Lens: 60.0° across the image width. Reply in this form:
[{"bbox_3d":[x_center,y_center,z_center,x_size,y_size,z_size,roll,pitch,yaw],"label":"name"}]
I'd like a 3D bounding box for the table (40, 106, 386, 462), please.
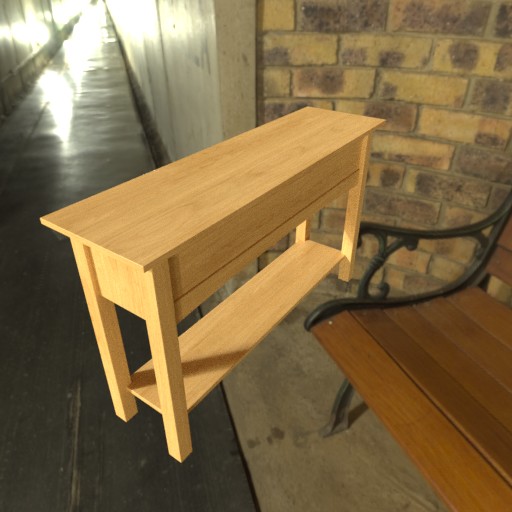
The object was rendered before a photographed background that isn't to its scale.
[{"bbox_3d":[0.000,0.000,1.565,0.350,0.730,1.240,21,38,29],"label":"table"}]
